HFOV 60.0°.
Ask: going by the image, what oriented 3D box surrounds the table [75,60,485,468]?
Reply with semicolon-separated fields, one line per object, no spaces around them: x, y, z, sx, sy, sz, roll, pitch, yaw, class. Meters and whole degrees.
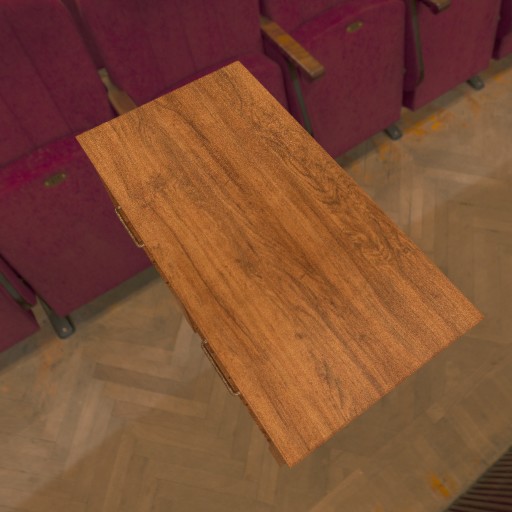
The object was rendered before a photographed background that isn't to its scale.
0.000;0.000;1.478;0.635;0.480;1.150;-31;67;-15;table
